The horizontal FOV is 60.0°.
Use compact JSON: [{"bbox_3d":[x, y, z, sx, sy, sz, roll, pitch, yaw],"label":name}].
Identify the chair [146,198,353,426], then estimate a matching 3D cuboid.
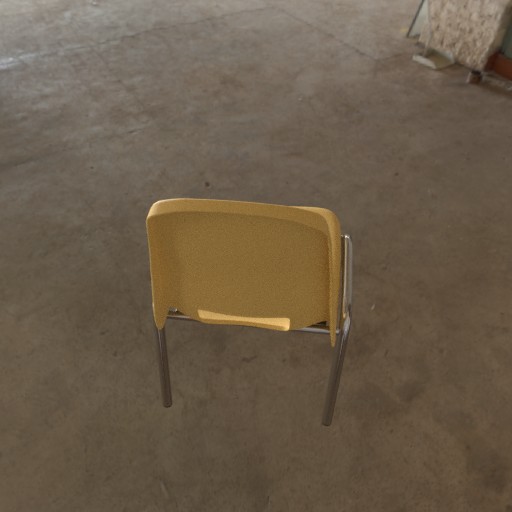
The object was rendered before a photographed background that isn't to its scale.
[{"bbox_3d":[0.000,0.000,0.781,0.354,0.536,0.385,5,46,5],"label":"chair"}]
